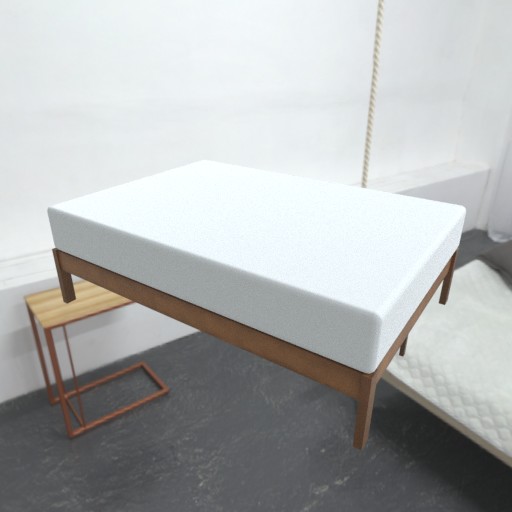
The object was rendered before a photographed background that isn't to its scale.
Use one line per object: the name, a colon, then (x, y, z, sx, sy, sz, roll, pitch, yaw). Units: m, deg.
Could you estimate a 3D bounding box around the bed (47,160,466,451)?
bed: (0.000, 0.000, 2.581, 1.927, 0.616, 1.348, 17, 30, 31)
